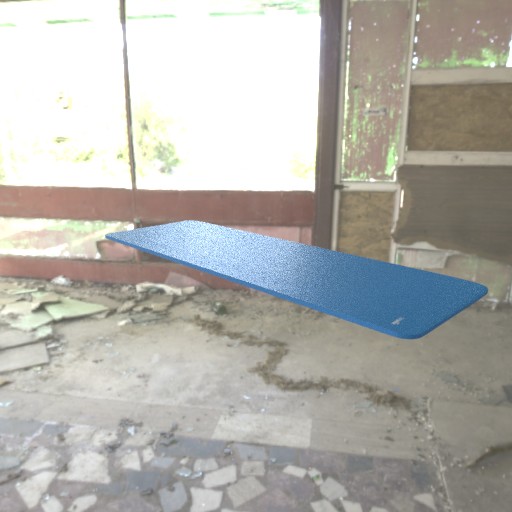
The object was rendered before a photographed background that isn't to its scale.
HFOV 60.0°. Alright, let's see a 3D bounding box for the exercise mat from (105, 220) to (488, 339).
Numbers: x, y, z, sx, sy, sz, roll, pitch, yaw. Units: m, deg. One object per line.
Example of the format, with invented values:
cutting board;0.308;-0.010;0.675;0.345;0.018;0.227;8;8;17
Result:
exercise mat;0.000;0.000;2.070;0.616;0.021;1.869;-15;21;-43
